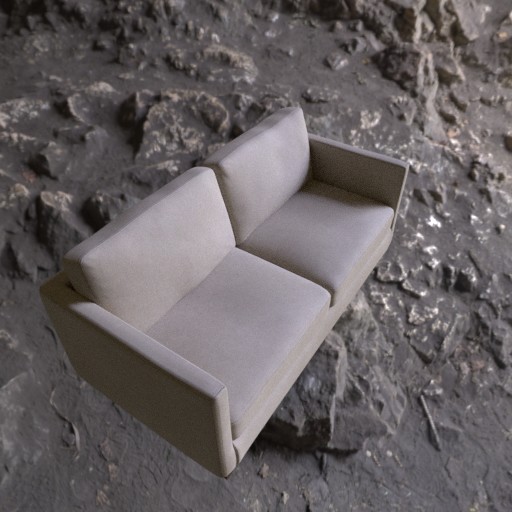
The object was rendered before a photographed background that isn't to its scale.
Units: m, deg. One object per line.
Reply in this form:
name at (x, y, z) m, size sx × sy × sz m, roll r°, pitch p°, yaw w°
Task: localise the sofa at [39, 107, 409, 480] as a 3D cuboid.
sofa at (0.000, 0.000, 2.332) m, size 0.950 × 0.940 × 1.846 m, roll 24°, pitch 47°, yaw 25°
